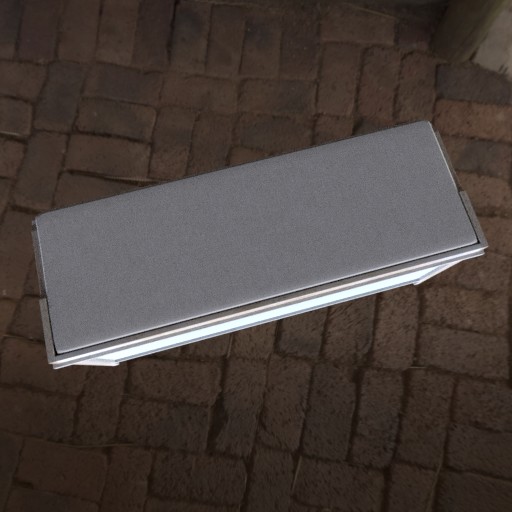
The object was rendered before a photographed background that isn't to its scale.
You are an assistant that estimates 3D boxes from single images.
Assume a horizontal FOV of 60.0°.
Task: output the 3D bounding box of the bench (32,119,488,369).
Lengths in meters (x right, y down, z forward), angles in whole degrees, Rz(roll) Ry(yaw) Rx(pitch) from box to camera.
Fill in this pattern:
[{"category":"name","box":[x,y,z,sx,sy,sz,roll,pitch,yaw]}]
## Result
[{"category":"bench","box":[0.000,0.000,1.373,1.140,0.501,0.398,-15,76,-4]}]
